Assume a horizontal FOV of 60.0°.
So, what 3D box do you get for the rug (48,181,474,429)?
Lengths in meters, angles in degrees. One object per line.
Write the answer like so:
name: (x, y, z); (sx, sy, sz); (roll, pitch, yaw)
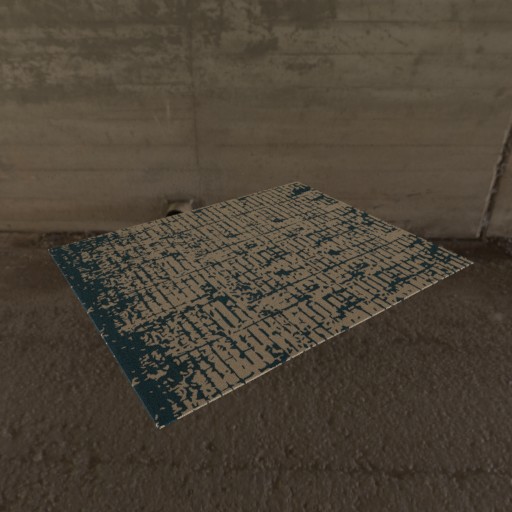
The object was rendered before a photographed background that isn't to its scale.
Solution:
rug: (0.000, 0.000, 4.013); (3.017, 0.014, 2.416); (-20, 36, -30)
